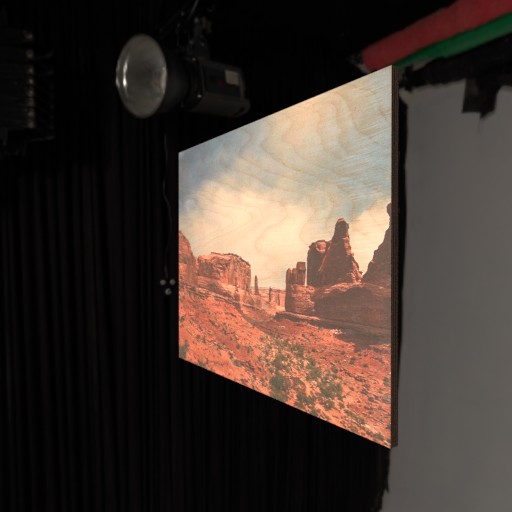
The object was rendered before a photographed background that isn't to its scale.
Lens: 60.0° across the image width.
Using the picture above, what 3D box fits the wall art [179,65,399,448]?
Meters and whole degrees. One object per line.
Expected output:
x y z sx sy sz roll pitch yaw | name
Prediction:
0.000 0.000 0.679 0.013 0.406 0.508 0 1 -36 | wall art
